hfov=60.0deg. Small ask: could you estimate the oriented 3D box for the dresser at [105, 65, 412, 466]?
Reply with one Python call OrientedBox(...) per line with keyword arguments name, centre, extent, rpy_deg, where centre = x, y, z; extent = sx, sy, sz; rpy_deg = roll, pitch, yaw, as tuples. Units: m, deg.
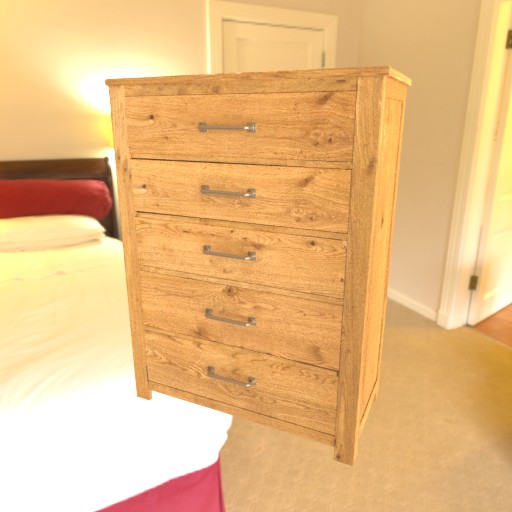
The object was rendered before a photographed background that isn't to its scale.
OrientedBox(name="dresser", centre=(0.000, 0.000, 1.919), extent=(1.081, 1.431, 0.558), rpy_deg=(8, 19, 24))
